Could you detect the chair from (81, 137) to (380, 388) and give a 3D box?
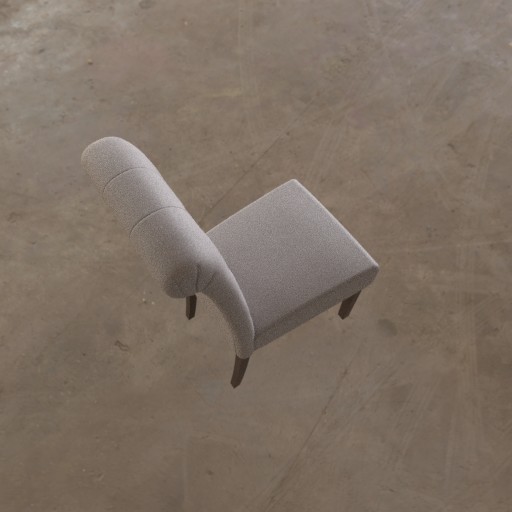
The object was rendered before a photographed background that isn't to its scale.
[{"bbox_3d":[0.000,0.000,1.367,0.671,1.006,0.456,-31,64,-17],"label":"chair"}]
